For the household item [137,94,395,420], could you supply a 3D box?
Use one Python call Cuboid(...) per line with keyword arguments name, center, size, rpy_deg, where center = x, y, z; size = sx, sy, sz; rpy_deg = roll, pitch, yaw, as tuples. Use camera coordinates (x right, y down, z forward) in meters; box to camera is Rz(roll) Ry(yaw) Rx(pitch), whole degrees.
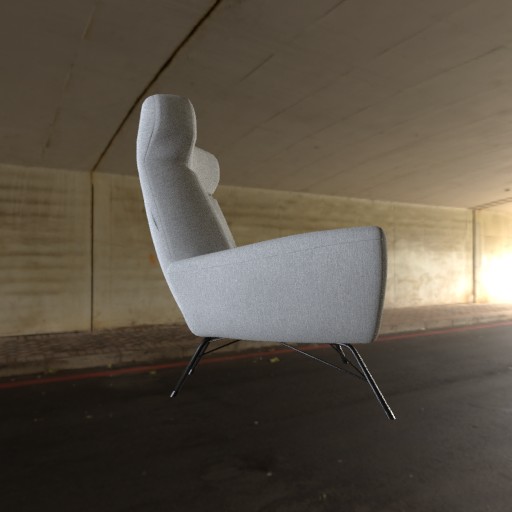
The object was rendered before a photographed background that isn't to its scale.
Cuboid(name="household item", center=(0.000, 0.000, 1.813), size=(0.900, 1.050, 0.980), rpy_deg=(0, -1, 1))
